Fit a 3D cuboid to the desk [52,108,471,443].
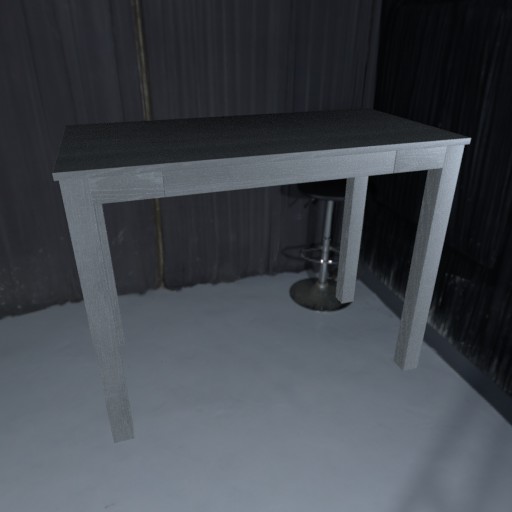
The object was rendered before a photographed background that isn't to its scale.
[{"bbox_3d":[0.000,0.000,1.377,0.991,0.762,0.499,-9,28,-16],"label":"desk"}]
